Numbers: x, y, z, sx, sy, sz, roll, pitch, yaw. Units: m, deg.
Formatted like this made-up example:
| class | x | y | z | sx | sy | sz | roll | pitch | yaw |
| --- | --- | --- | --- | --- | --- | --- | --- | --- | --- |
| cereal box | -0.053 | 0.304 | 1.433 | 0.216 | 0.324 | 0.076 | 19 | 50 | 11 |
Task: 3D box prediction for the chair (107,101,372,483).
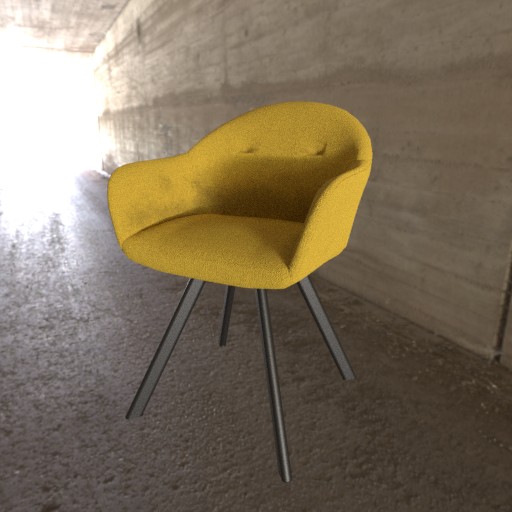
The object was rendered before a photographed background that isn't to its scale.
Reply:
| class | x | y | z | sx | sy | sz | roll | pitch | yaw |
| --- | --- | --- | --- | --- | --- | --- | --- | --- | --- |
| chair | 0.000 | 0.000 | 1.148 | 0.545 | 0.775 | 0.565 | 9 | 19 | 27 |
